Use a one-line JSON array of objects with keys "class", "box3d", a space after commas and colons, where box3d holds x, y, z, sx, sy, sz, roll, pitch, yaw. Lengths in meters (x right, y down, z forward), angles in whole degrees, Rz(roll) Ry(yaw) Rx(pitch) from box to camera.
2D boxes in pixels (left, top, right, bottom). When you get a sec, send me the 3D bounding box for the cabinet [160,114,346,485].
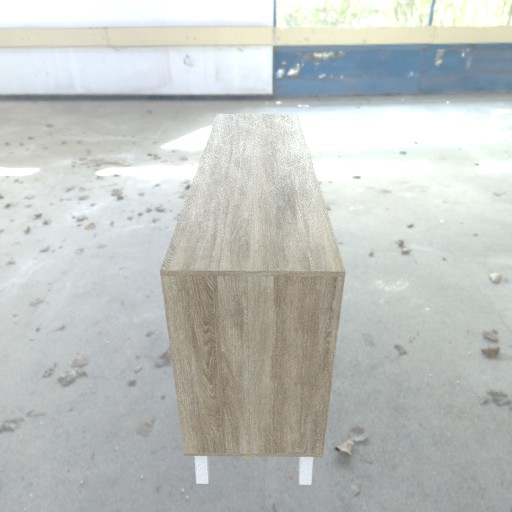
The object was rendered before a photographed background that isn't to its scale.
[{"class": "cabinet", "box3d": [0.000, 0.000, 1.981, 0.450, 0.870, 1.600, 0, 31, 0]}]
